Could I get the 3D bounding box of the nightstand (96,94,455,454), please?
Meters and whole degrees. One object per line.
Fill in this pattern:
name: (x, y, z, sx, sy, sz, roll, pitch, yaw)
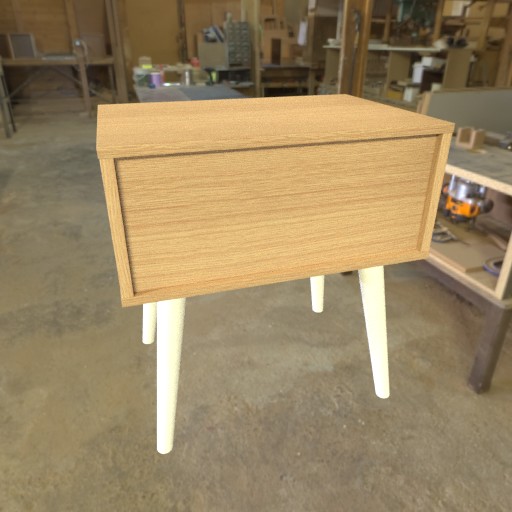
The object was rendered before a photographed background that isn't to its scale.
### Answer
nightstand: (0.000, 0.000, 0.977, 0.571, 0.610, 0.407, -8, 28, -15)
